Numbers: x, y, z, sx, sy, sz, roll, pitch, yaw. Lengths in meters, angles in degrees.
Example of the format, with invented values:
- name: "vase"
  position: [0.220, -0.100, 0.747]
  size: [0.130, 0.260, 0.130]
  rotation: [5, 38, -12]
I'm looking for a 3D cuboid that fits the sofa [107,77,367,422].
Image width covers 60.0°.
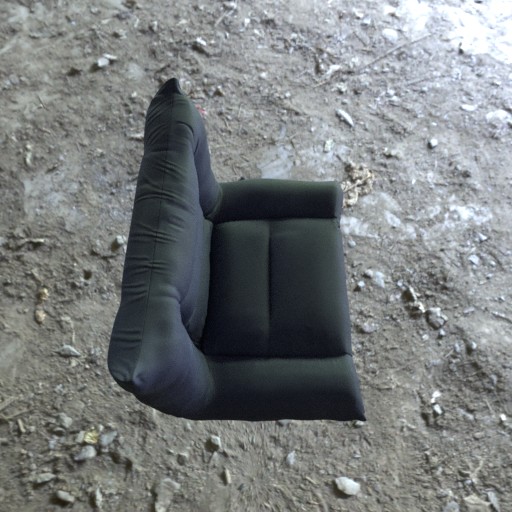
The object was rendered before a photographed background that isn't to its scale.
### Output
- name: "sofa"
  position: [0.000, 0.000, 1.688]
  size: [0.849, 0.778, 1.122]
  rotation: [0, 63, 0]
